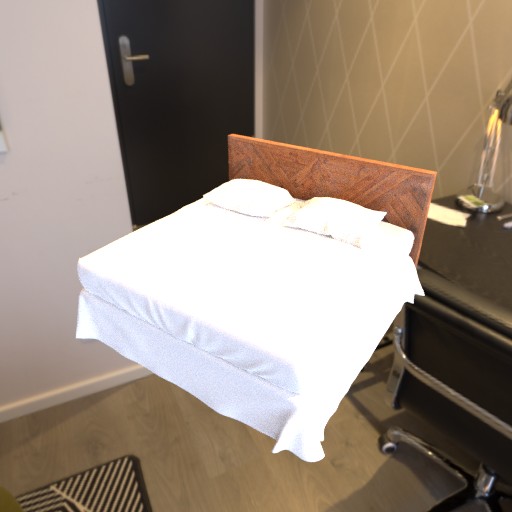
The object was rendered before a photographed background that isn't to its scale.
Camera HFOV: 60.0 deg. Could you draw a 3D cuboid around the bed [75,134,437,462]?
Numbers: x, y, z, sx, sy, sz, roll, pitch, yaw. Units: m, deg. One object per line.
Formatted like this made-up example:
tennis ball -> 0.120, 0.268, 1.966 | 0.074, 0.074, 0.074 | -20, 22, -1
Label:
bed -> 0.000, 0.000, 3.504 | 2.255, 1.158, 2.165 | 19, 35, 29
